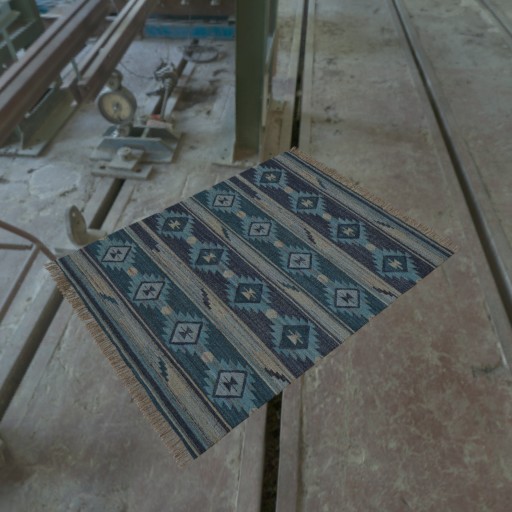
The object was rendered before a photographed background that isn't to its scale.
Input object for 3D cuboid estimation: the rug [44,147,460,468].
[{"bbox_3d":[0.000,0.000,4.304,3.307,0.047,2.418,-30,53,-27],"label":"rug"}]
